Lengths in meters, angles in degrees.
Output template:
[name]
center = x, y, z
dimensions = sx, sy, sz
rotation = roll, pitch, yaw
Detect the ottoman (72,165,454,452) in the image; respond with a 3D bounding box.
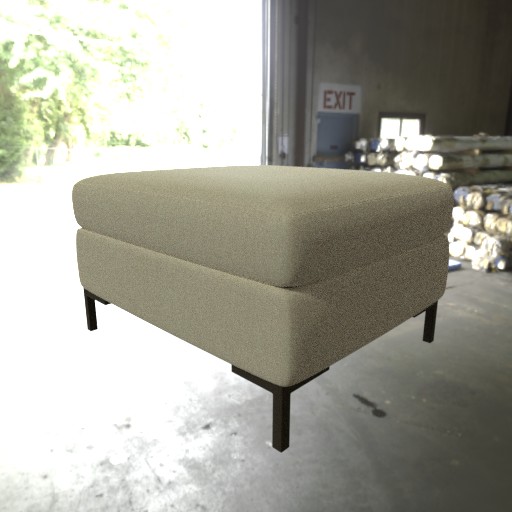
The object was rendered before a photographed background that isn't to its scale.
[ottoman]
center = 0.000, 0.000, 1.175
dimensions = 0.794, 0.453, 0.657
rotation = 14, 20, 43
